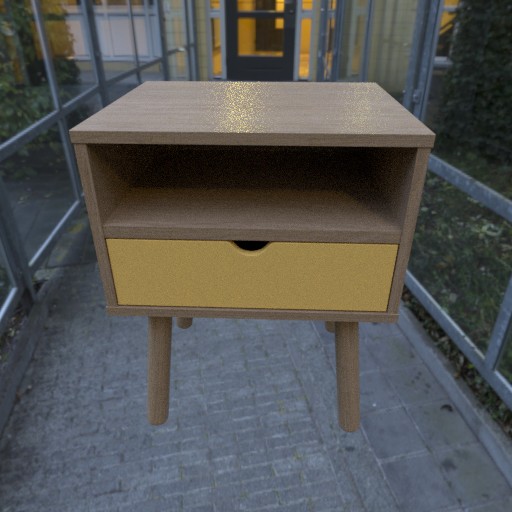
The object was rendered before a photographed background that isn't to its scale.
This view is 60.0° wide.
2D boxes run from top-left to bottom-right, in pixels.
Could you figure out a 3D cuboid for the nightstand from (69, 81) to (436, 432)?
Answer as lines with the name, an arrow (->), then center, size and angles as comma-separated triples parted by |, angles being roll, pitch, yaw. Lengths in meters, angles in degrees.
nightstand -> 0.000, 0.000, 0.850 | 0.450, 0.571, 0.380 | 1, 30, 2
